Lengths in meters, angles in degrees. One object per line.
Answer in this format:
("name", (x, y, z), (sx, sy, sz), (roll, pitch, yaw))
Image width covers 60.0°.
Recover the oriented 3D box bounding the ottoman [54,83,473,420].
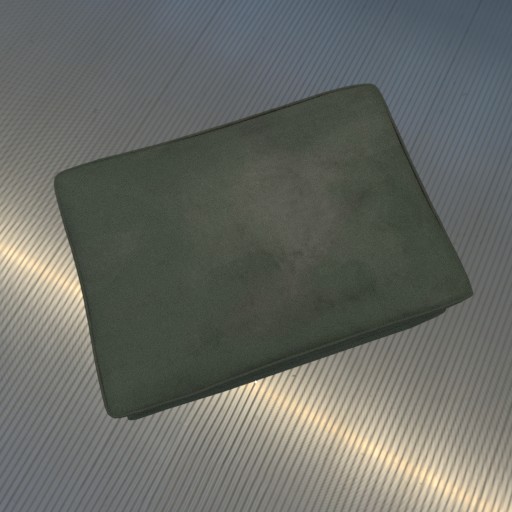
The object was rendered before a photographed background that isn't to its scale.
("ottoman", (0.000, 0.000, 1.222), (0.864, 0.495, 0.632), (-18, 75, -5))
